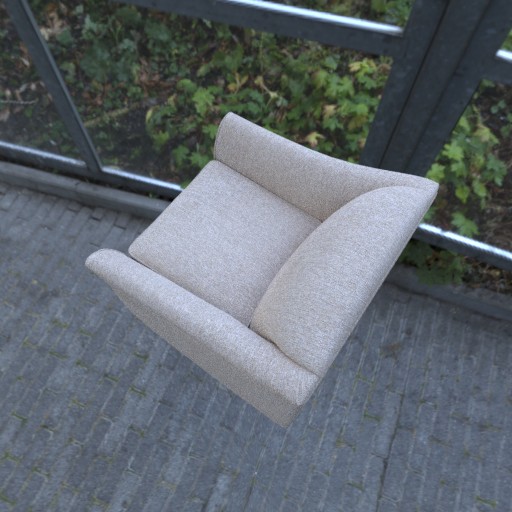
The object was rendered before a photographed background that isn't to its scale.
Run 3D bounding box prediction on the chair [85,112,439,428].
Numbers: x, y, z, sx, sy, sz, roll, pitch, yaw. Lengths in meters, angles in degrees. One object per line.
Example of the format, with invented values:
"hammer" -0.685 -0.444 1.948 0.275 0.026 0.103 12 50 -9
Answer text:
"chair" 0.000 0.000 1.503 0.787 0.839 0.763 32 68 15
